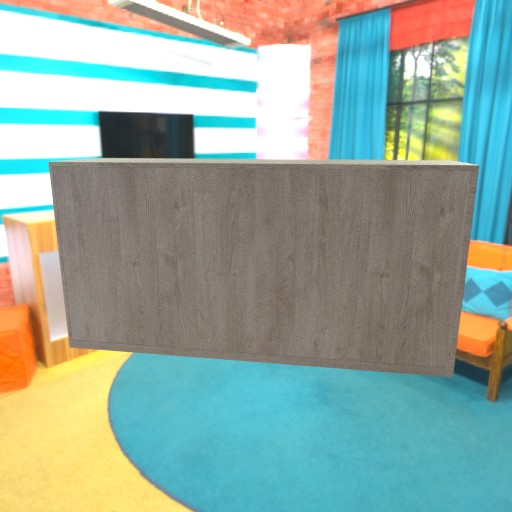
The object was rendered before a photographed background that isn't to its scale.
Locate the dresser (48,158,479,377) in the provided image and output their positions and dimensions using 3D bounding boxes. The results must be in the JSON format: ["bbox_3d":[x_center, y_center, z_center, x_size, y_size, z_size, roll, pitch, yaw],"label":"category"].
[{"bbox_3d":[0.000,0.000,1.895,1.590,0.795,0.390,2,15,9],"label":"dresser"}]
